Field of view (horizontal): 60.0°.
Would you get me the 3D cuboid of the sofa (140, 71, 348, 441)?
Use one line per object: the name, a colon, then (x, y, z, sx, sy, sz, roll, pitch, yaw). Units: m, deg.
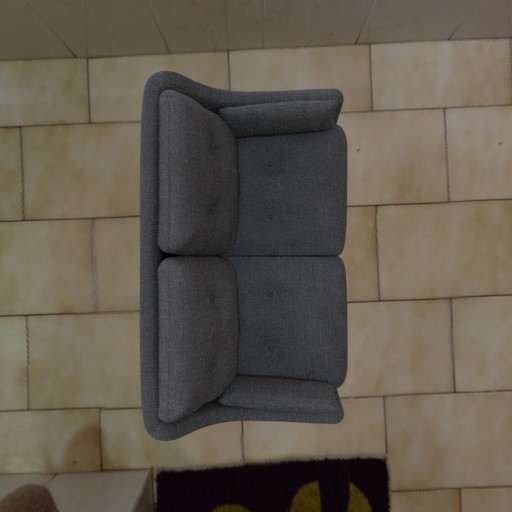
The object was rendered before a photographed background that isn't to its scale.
sofa: (0.000, 0.000, 2.266, 0.976, 0.887, 1.646, 0, 90, 0)
